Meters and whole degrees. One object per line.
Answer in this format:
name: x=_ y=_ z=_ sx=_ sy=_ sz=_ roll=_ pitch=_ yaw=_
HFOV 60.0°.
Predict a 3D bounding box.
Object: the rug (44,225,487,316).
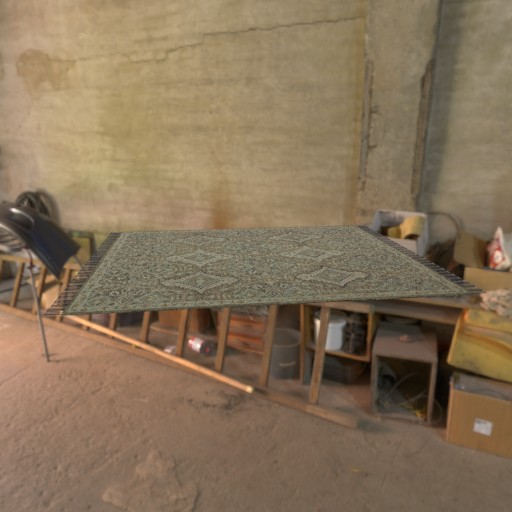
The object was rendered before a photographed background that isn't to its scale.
rug: x=0.000 y=0.000 z=4.170 sx=3.056 sy=0.010 sz=2.437 roll=-2 pitch=16 yaw=-7
